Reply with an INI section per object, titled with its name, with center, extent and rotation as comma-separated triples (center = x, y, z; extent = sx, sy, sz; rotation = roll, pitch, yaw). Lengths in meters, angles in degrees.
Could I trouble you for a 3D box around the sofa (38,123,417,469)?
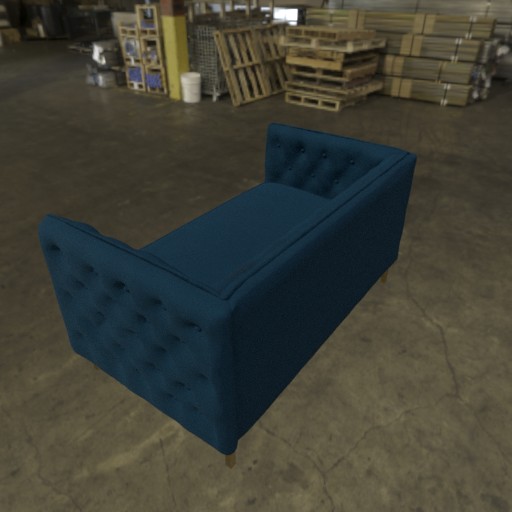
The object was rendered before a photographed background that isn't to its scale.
[sofa]
center = 0.000, 0.000, 2.106
extent = 0.909, 0.810, 1.583
rotation = 21, 38, 30
